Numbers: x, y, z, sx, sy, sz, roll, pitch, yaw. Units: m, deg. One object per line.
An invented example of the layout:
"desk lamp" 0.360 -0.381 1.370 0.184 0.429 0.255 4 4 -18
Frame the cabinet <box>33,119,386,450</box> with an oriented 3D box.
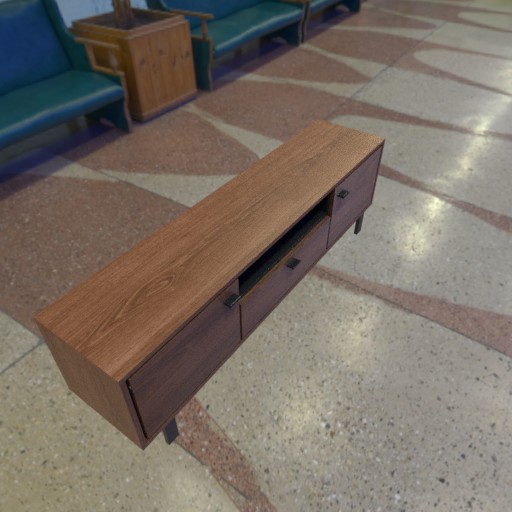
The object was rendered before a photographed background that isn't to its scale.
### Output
"cabinet" 0.000 0.000 1.862 0.400 0.500 1.650 26 47 26
